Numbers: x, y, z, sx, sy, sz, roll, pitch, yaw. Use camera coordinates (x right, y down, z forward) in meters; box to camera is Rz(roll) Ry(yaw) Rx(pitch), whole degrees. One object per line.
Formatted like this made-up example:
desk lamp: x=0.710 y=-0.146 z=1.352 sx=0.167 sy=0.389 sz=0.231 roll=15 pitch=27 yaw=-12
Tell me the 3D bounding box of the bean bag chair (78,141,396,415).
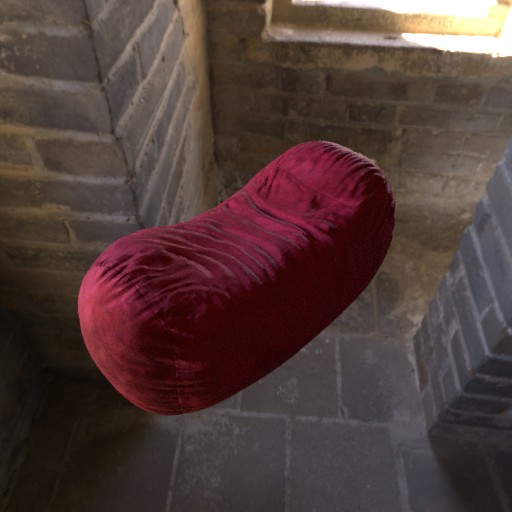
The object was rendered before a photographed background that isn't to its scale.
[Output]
bean bag chair: x=0.000 y=0.000 z=2.881 sx=2.293 sy=0.867 sz=1.216 roll=-34 pitch=55 yaw=-28
